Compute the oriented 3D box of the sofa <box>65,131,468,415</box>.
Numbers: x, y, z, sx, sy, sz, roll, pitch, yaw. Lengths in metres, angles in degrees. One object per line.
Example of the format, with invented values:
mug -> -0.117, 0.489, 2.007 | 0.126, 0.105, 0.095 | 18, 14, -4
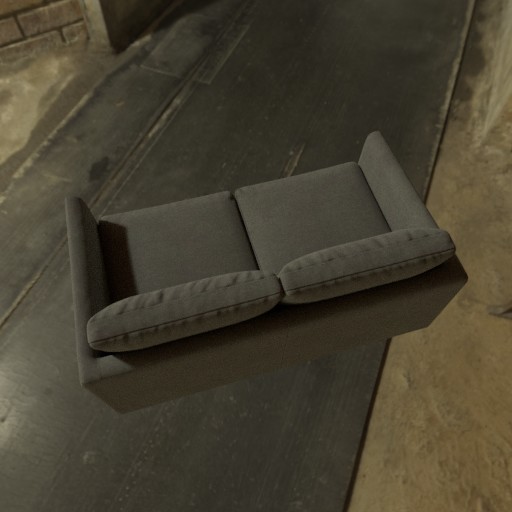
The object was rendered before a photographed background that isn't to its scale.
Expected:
sofa -> 0.000, 0.000, 2.492 | 1.909, 0.845, 1.091 | -14, 60, -8
